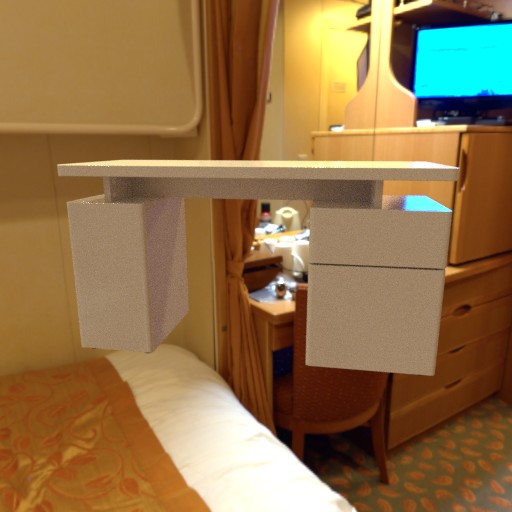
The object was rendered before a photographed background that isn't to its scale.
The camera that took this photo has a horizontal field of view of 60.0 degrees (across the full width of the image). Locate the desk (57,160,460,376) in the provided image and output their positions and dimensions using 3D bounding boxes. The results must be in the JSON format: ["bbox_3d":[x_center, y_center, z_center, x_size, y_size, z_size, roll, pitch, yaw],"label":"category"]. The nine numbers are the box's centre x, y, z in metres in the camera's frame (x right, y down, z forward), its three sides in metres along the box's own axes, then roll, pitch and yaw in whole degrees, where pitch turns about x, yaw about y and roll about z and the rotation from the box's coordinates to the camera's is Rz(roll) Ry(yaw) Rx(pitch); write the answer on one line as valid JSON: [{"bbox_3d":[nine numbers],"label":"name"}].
[{"bbox_3d":[0.000,0.000,1.856,1.400,0.762,0.550,2,14,9],"label":"desk"}]
